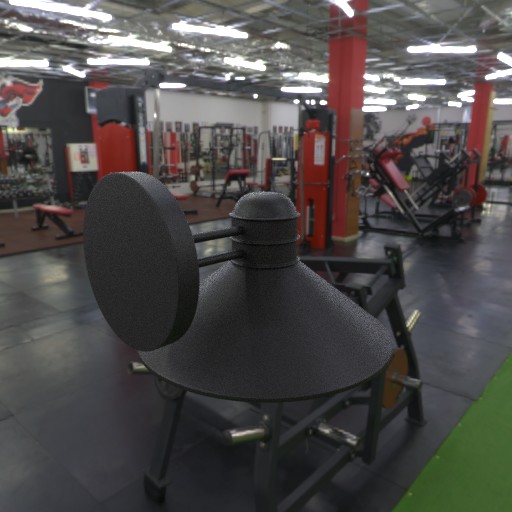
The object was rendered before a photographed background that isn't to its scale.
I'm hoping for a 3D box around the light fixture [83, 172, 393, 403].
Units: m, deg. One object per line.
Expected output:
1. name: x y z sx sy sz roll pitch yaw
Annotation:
1. light fixture: 0.000 0.000 0.667 0.396 0.265 0.434 13 19 43
